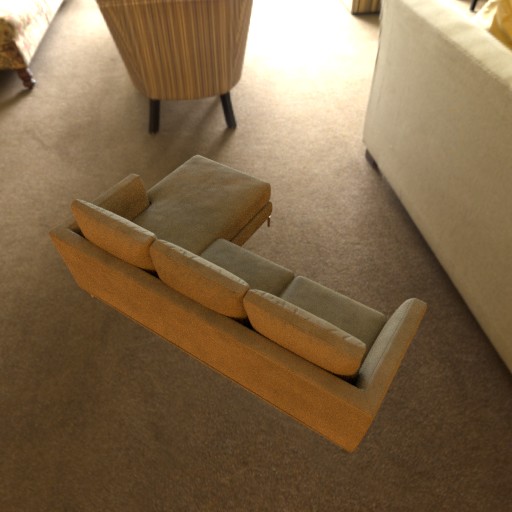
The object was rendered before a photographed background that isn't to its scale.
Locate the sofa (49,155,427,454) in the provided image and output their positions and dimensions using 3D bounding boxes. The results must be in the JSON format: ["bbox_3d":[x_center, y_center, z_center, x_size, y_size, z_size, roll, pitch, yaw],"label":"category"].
[{"bbox_3d":[0.000,0.000,3.288,2.438,0.987,1.622,25,51,22],"label":"sofa"}]
